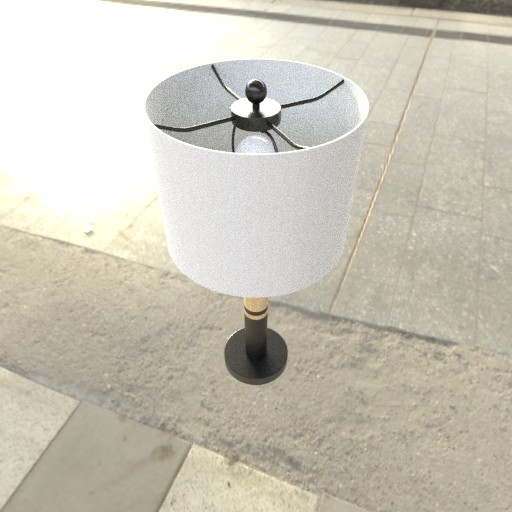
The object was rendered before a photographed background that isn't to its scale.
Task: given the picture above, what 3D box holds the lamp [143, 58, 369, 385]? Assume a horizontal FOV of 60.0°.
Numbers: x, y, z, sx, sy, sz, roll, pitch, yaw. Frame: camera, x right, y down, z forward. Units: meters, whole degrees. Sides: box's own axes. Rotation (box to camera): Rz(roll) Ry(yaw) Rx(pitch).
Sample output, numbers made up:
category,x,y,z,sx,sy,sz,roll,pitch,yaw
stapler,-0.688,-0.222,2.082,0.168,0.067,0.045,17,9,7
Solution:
category,x,y,z,sx,sy,sz,roll,pitch,yaw
lamp,0.000,0.000,0.807,0.305,0.640,0.305,14,45,14
